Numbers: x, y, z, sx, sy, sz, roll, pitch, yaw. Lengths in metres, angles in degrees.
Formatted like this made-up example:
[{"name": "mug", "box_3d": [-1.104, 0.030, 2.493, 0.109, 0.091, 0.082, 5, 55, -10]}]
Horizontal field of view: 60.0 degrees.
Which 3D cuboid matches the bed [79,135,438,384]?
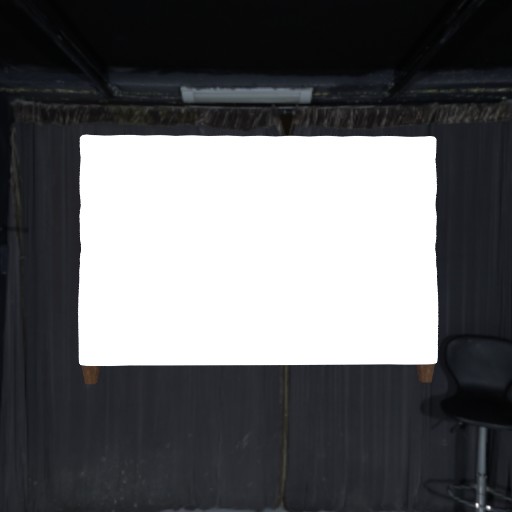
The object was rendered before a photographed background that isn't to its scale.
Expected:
[{"name": "bed", "box_3d": [0.000, 0.000, 3.706, 2.078, 1.427, 2.387, 0, 1, -1]}]
